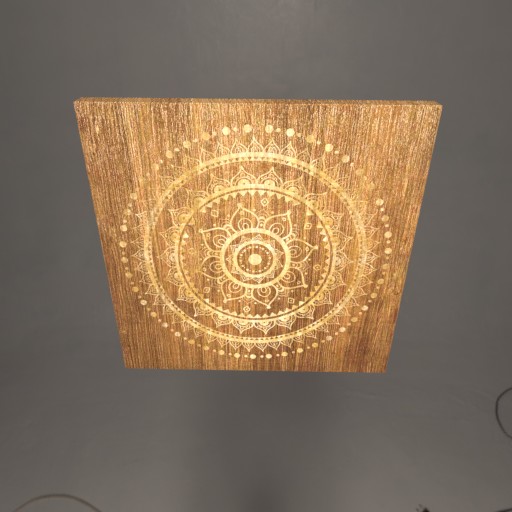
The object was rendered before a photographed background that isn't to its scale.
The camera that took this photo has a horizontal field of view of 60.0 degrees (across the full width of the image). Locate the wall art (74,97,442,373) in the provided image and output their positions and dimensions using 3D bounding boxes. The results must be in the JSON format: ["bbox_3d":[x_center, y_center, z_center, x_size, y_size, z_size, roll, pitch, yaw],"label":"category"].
[{"bbox_3d":[0.000,0.000,0.897,0.611,0.608,0.042,0,30,1],"label":"wall art"}]
